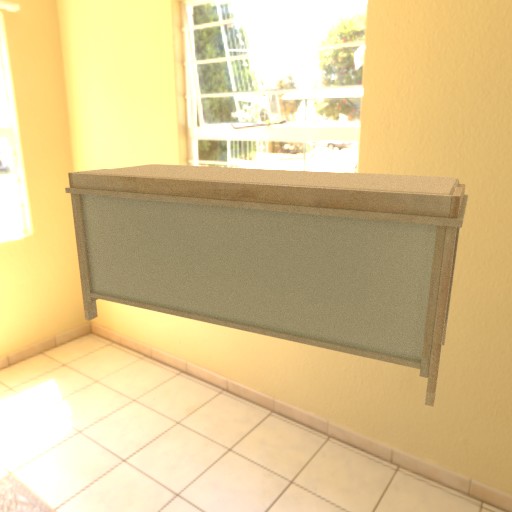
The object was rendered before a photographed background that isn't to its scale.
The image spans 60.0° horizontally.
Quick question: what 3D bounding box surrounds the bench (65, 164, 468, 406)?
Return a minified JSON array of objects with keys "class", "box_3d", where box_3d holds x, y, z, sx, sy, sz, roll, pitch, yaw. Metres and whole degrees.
[{"class":"bench","box_3d":[0.000,0.000,1.378,1.140,0.501,0.398,8,18,25]}]
